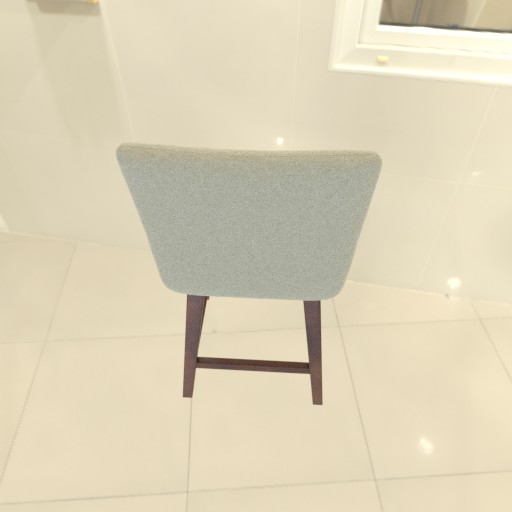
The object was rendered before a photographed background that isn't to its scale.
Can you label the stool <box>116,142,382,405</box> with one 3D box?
[{"bbox_3d":[0.000,0.000,1.253,0.469,0.991,0.559,2,46,2],"label":"stool"}]
